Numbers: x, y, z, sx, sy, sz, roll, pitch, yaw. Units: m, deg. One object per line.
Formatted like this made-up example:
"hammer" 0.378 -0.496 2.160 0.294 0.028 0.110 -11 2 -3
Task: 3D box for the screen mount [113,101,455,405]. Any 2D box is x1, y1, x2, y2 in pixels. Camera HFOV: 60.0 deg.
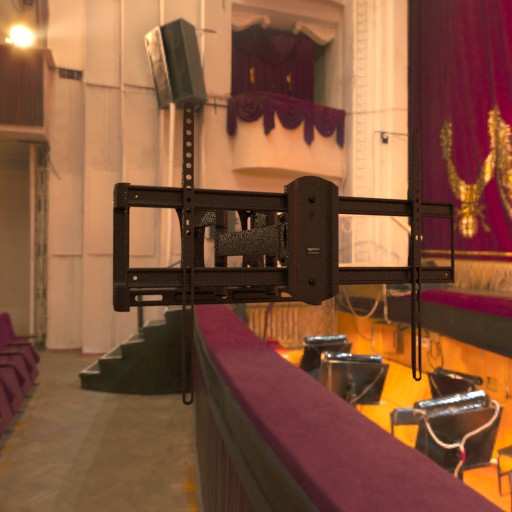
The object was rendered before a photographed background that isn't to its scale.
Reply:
"screen mount" 0.000 0.000 1.090 0.661 0.491 0.644 0 -1 -19
